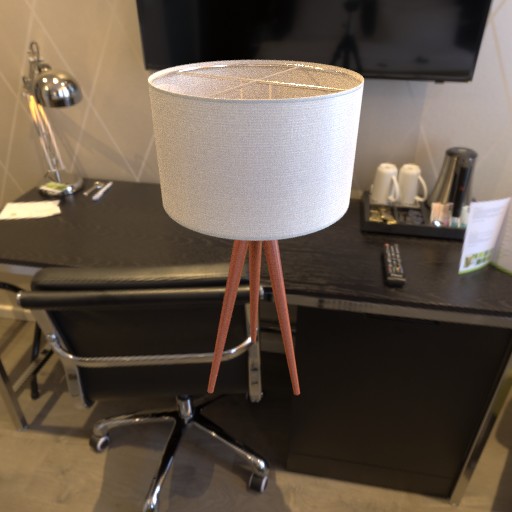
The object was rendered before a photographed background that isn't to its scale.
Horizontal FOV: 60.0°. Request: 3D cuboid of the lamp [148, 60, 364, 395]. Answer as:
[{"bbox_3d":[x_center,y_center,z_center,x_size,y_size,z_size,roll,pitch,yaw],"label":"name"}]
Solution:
[{"bbox_3d":[0.000,0.000,0.928,0.354,0.709,0.355,-11,33,-17],"label":"lamp"}]
